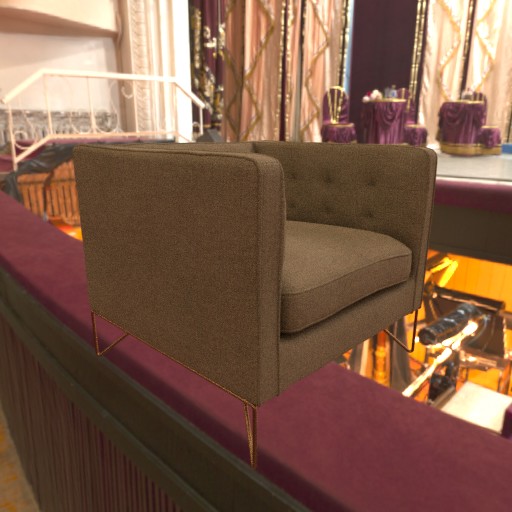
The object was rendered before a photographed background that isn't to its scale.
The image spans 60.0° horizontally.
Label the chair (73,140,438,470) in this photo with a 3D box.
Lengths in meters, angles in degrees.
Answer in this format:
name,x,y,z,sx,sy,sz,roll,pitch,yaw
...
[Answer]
name,x,y,z,sx,sy,sz,roll,pitch,yaw
chair,0.000,0.000,1.621,0.912,0.799,0.920,15,22,42
